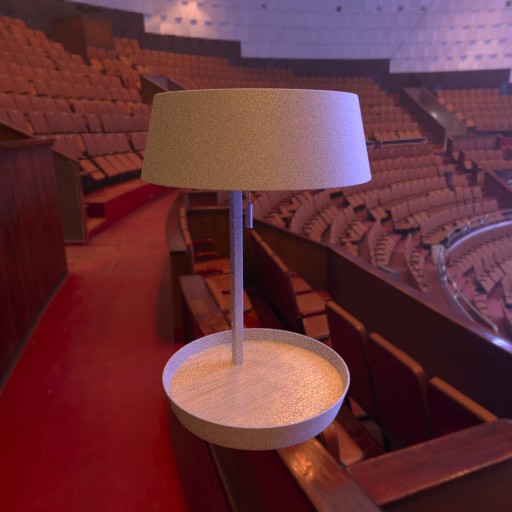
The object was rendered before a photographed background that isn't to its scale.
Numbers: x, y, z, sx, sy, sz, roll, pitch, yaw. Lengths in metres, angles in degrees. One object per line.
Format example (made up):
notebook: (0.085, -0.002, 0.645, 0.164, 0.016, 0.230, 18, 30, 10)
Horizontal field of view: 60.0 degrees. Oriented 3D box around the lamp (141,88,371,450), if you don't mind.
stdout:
lamp: (0.000, 0.000, 0.606, 0.291, 0.429, 0.291, 0, 16, 0)
